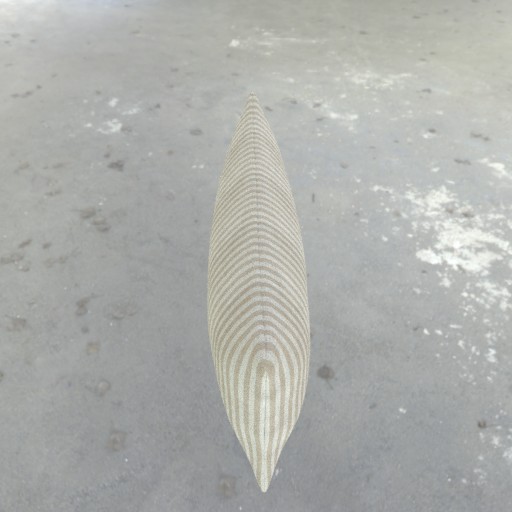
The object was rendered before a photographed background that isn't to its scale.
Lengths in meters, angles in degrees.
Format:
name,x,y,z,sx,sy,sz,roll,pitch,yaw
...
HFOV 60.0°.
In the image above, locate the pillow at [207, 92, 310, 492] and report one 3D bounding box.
name,x,y,z,sx,sy,sz,roll,pitch,yaw
pillow,0.000,0.000,0.711,0.151,0.295,0.617,-1,42,-1
